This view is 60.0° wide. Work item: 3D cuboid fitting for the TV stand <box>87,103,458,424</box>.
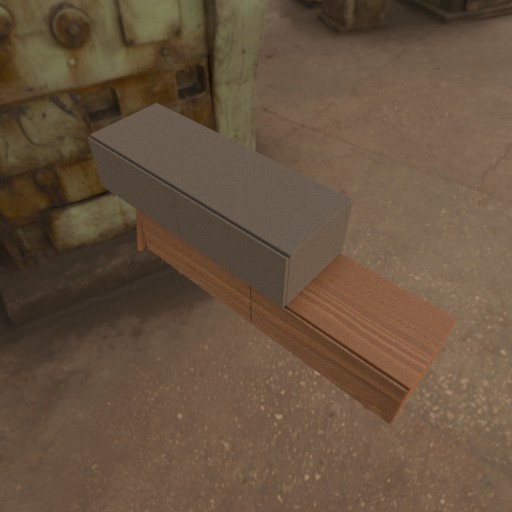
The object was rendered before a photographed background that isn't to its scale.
[{"bbox_3d":[0.000,0.000,1.597,1.336,0.591,0.329,32,54,27],"label":"TV stand"}]
